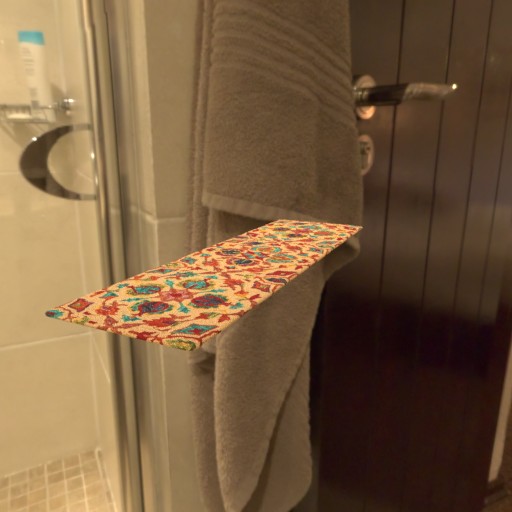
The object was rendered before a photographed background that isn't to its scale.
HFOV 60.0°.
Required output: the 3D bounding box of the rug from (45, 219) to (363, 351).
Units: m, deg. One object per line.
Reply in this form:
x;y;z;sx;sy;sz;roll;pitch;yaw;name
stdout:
0.000;0.000;2.515;0.693;0.016;2.273;7;16;25;rug
